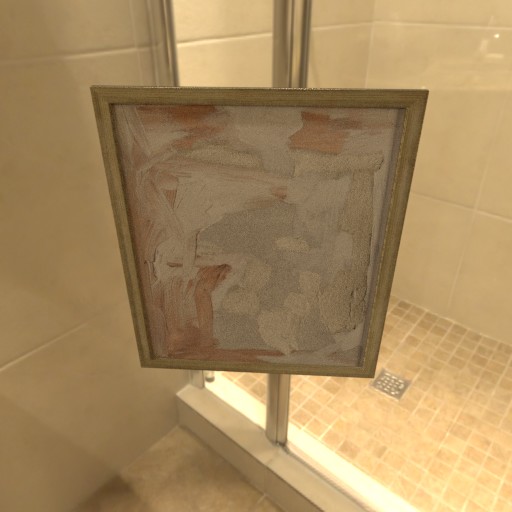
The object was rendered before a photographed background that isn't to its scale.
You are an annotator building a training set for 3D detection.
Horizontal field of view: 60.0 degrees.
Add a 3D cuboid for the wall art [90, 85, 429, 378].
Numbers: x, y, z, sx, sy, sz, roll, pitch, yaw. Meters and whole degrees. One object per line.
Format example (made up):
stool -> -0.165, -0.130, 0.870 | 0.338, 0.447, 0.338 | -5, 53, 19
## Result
wall art -> 0.000, 0.000, 0.775 | 0.483, 0.559, 0.009 | 2, 31, 3
